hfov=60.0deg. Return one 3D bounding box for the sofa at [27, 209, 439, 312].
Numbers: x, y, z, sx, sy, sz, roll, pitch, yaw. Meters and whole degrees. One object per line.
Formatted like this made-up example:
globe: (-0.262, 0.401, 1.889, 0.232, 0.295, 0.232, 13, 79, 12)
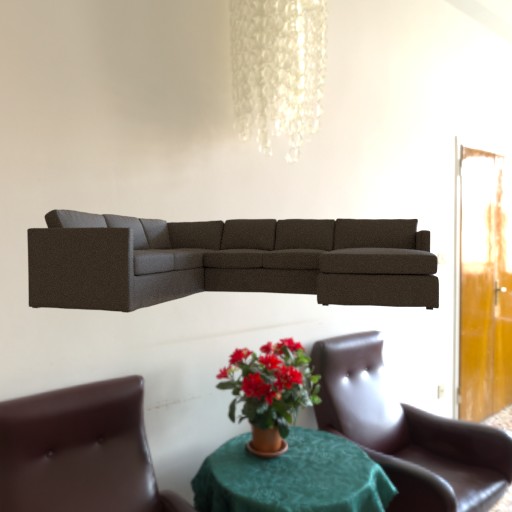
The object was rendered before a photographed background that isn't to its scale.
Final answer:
sofa: (0.000, 0.000, 4.532, 3.460, 0.882, 2.427, 0, 2, 16)
